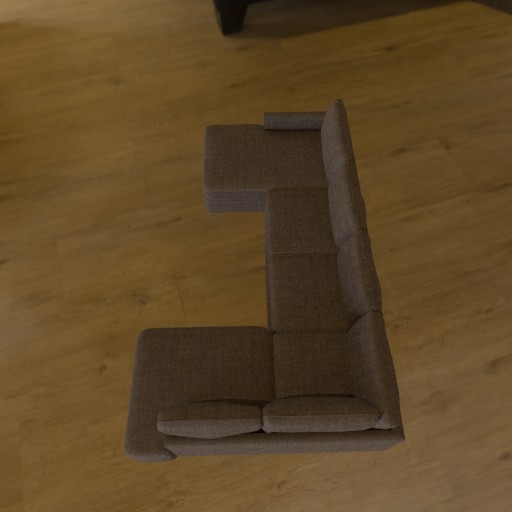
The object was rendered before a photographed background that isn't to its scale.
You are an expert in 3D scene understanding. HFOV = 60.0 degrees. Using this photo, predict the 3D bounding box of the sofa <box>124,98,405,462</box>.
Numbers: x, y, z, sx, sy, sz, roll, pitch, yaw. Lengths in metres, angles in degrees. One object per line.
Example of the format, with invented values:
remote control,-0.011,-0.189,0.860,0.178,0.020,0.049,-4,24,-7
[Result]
sofa,0.000,0.000,4.166,2.048,0.999,3.423,-1,60,-1
